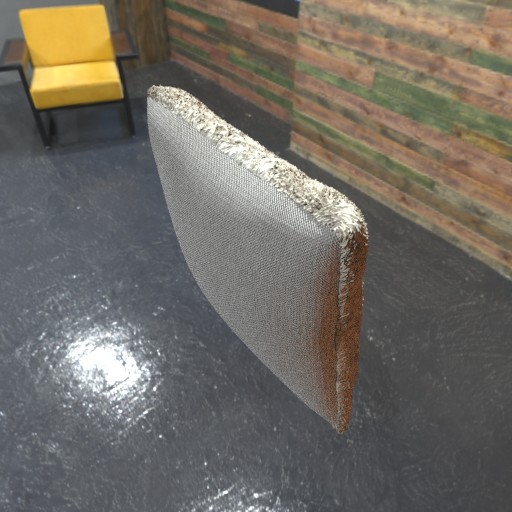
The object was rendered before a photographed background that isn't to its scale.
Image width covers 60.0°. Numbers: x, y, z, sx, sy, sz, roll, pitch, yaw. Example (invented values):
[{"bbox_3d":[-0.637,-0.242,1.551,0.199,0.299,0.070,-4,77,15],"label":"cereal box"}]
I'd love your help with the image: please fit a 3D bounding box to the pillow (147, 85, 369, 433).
[{"bbox_3d":[0.000,0.000,0.807,0.218,0.515,0.529,-25,46,-26],"label":"pillow"}]
